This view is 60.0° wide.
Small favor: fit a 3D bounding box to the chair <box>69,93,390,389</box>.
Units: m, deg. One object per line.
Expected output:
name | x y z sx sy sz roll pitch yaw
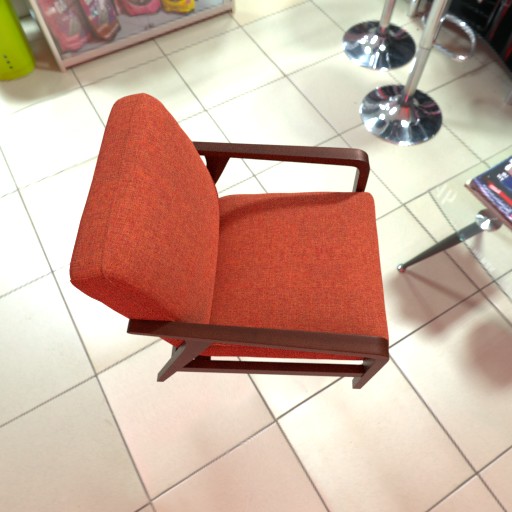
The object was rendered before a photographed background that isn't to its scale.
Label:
chair | 0.000 0.000 1.485 0.860 0.890 0.719 2 62 1
